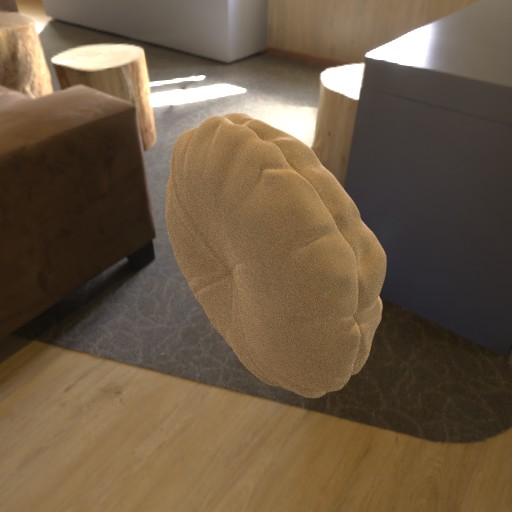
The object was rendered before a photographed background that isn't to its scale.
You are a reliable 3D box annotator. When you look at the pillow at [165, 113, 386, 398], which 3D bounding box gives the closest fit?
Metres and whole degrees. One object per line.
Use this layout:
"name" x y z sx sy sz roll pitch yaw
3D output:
"pillow" 0.000 0.000 0.654 0.148 0.407 0.428 -26 47 -27
